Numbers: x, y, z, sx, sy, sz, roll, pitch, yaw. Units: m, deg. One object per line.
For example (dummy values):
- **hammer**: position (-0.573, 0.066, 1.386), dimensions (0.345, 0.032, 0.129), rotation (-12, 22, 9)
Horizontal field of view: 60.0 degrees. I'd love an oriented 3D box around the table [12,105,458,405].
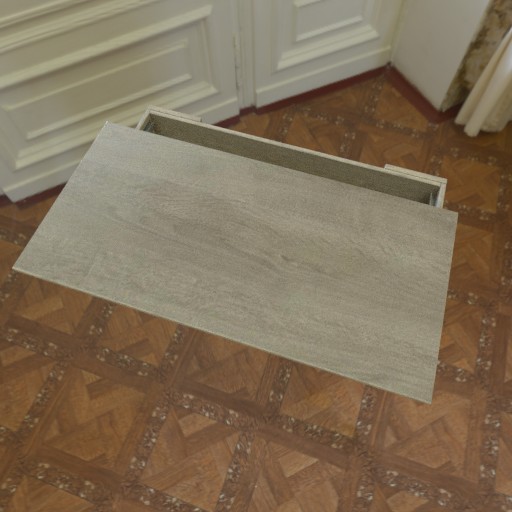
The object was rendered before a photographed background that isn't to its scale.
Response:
- **table**: position (0.000, 0.000, 1.399), dimensions (1.000, 0.570, 0.711), rotation (16, 64, 8)
